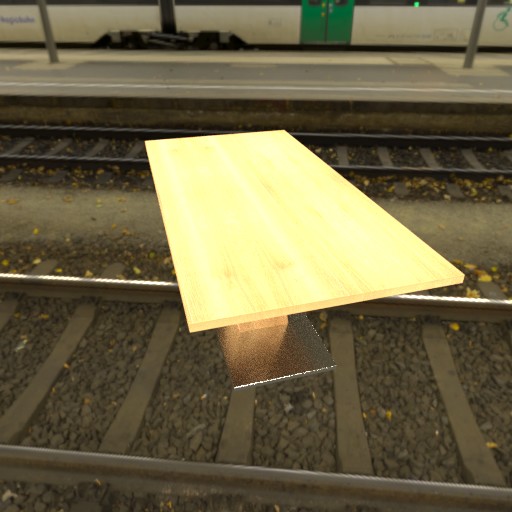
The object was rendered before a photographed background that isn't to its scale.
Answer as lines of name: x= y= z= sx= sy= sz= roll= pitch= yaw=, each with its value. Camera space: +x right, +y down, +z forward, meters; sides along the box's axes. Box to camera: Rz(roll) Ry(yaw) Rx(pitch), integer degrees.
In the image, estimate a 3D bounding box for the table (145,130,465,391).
table: x=0.000 y=0.000 z=2.271 sx=0.900 sy=0.750 sz=1.800 roll=-8 pitch=32 yaw=-14
